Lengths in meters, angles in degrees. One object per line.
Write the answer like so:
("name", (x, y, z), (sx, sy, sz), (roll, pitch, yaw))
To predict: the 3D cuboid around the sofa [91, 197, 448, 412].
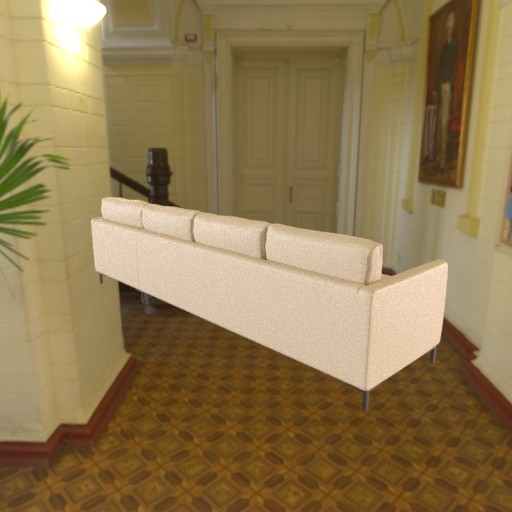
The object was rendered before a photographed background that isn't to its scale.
("sofa", (0.000, 0.000, 3.203), (1.258, 0.755, 2.731), (-13, 19, -42))
